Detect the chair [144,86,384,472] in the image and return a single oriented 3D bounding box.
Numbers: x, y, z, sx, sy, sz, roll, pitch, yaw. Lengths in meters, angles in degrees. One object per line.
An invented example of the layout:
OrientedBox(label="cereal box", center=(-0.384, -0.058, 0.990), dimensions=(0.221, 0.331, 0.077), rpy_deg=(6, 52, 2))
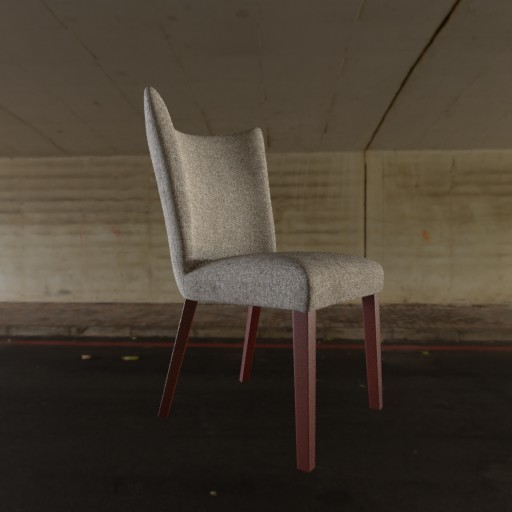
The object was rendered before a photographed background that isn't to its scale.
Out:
OrientedBox(label="chair", center=(0.000, 0.000, 1.322), dimensions=(0.623, 0.924, 0.535), rpy_deg=(1, 2, 35))
